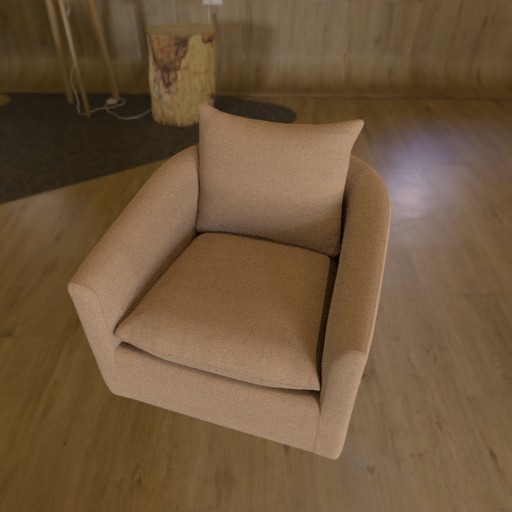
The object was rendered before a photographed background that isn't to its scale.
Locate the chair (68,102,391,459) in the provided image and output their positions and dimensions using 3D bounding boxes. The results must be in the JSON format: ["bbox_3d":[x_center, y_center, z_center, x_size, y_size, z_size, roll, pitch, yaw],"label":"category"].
[{"bbox_3d":[0.000,0.000,1.554,0.845,0.848,0.910,11,40,14],"label":"chair"}]
